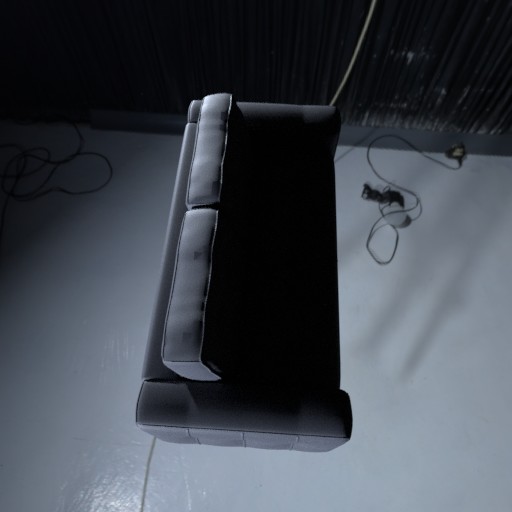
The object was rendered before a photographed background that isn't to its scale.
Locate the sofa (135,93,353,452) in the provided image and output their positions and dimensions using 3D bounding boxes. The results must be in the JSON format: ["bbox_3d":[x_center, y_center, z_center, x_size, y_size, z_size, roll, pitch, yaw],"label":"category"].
[{"bbox_3d":[0.000,0.000,2.197,0.833,0.893,1.726,3,62,2],"label":"sofa"}]
